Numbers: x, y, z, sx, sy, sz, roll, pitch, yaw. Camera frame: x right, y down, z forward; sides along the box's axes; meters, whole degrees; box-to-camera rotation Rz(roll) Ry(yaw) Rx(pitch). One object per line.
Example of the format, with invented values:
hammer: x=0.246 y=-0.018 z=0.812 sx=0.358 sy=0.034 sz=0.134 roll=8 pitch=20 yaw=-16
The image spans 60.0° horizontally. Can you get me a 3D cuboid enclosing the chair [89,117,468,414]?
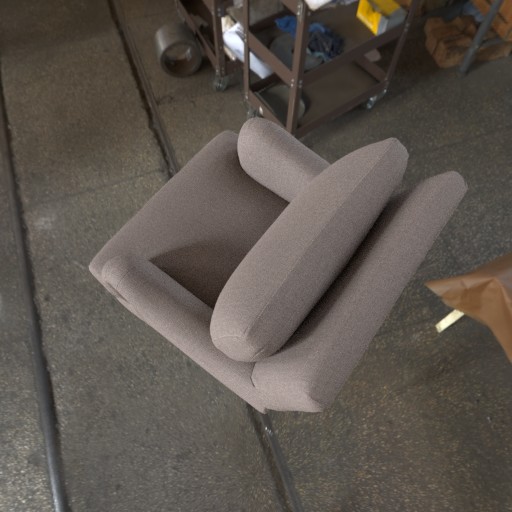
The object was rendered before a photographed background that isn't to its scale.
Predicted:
chair: x=0.000 y=0.000 z=1.803 sx=1.070 sy=1.038 sz=0.955 roll=34 pitch=68 yaw=15
